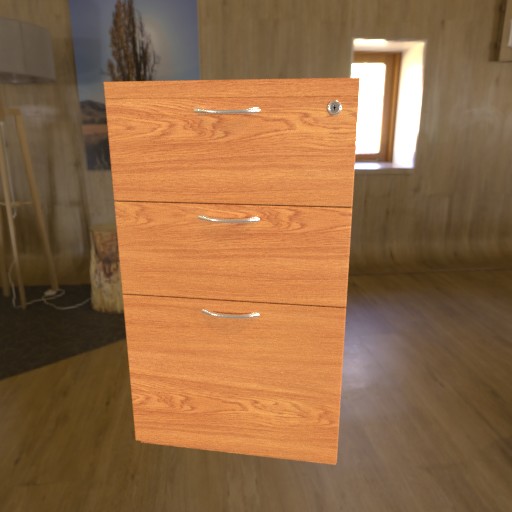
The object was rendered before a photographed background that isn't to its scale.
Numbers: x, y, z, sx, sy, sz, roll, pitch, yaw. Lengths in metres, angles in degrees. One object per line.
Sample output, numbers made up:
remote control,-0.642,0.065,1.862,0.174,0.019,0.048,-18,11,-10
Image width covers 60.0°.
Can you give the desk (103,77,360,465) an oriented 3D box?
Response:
desk,0.000,0.000,1.057,0.404,0.730,0.600,3,16,9
